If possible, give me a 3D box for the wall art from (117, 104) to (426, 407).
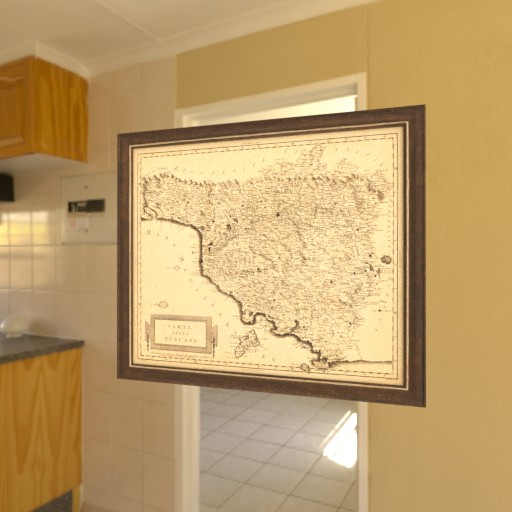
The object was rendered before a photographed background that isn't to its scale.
[{"bbox_3d":[0.000,0.000,1.442,1.033,0.875,0.023,0,0,17],"label":"wall art"}]
